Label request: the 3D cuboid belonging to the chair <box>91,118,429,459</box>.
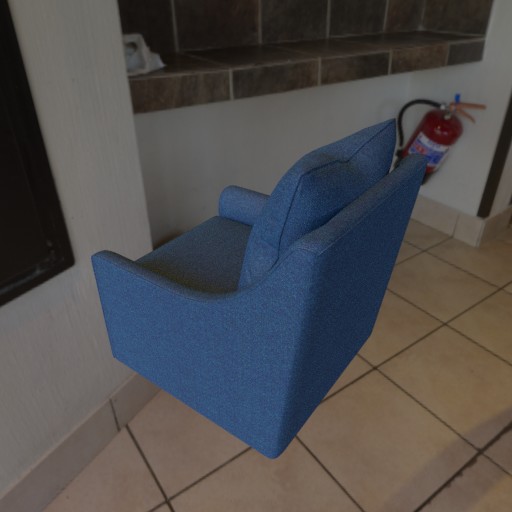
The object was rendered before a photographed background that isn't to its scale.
[{"bbox_3d":[0.000,0.000,1.569,0.870,0.939,0.750,21,37,30],"label":"chair"}]
